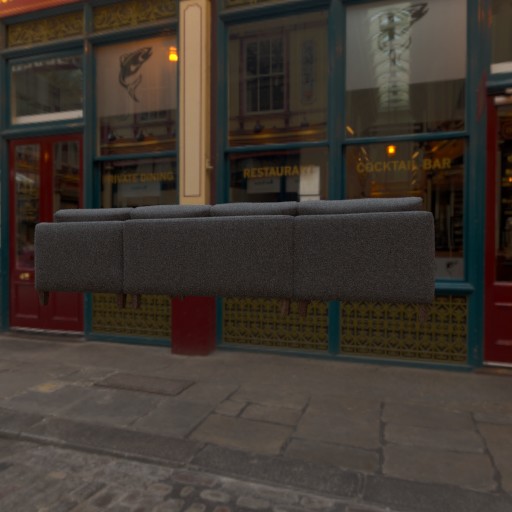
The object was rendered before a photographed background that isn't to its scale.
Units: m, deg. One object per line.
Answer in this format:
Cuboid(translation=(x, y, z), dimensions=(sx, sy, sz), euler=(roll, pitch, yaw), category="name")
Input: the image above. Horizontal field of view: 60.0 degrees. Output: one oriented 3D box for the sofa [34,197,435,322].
Cuboid(translation=(0.000, 0.000, 4.505), dimensions=(3.238, 0.853, 2.551), euler=(0, 0, 18), category="sofa")
